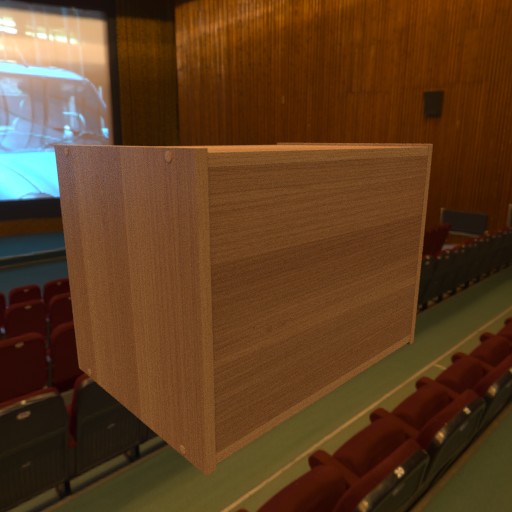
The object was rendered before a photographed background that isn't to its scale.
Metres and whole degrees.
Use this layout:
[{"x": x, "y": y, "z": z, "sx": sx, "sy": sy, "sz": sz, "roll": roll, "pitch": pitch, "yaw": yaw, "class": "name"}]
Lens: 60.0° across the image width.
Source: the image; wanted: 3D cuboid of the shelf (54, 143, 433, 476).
[{"x": 0.000, "y": 0.000, "z": 0.625, "sx": 0.415, "sy": 0.305, "sz": 0.290, "roll": -14, "pitch": 20, "yaw": -42, "class": "shelf"}]
